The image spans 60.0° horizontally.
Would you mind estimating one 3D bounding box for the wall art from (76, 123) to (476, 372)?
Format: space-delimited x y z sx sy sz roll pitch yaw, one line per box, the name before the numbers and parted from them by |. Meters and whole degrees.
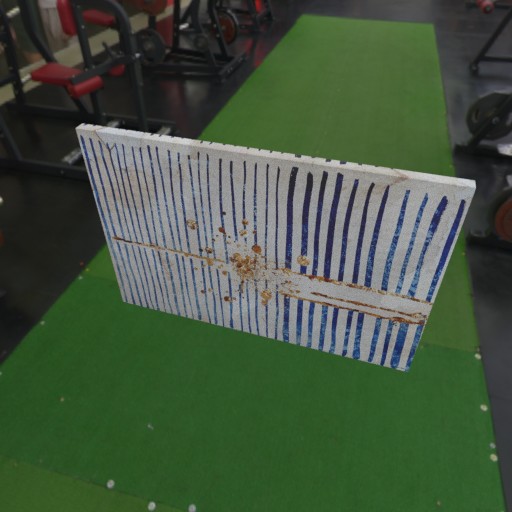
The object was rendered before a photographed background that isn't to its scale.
wall art | 0.000 0.000 1.475 1.143 0.757 0.038 12 41 13
